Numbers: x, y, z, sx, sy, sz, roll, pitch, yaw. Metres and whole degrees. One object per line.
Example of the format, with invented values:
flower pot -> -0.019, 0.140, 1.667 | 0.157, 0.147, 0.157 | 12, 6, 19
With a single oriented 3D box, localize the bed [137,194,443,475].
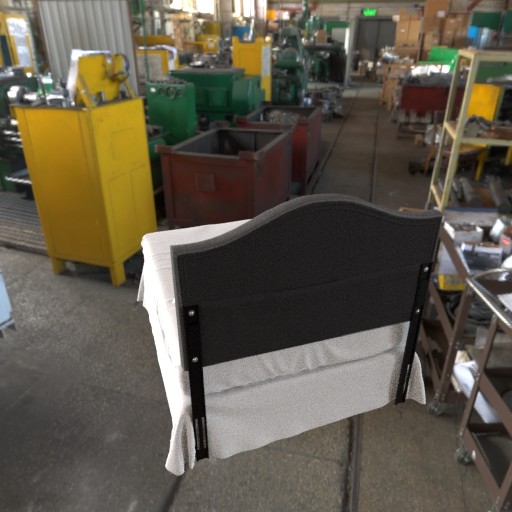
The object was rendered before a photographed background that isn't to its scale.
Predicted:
bed -> 0.000, 0.000, 3.492 | 1.876, 1.645, 2.221 | -9, 28, -17
